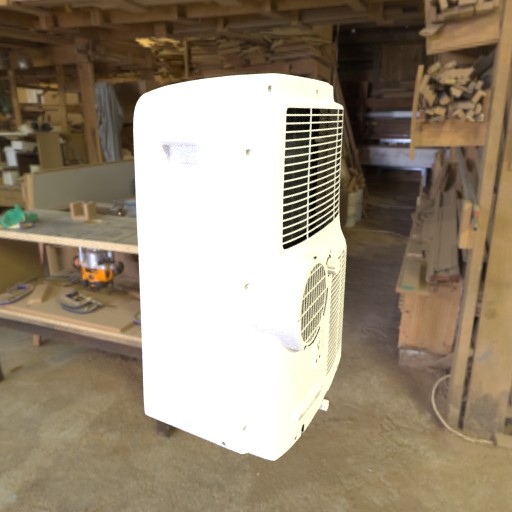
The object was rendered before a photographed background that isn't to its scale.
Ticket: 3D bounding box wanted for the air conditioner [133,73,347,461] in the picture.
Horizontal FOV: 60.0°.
[{"bbox_3d":[0.000,0.000,0.953,0.365,0.700,0.454,8,19,24],"label":"air conditioner"}]
